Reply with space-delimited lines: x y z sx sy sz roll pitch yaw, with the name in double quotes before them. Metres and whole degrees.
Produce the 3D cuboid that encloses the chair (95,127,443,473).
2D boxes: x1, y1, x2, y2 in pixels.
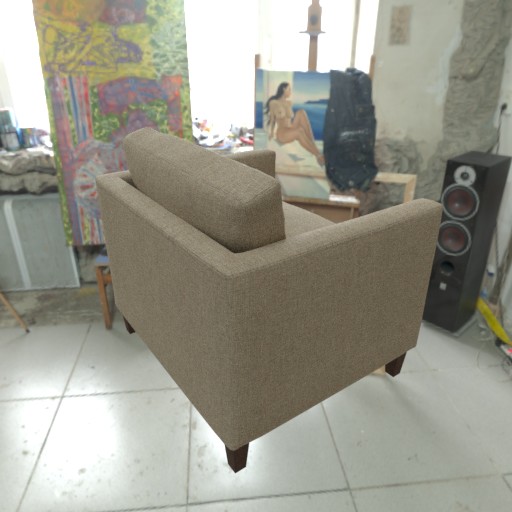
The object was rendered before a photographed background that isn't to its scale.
"chair" 0.000 0.000 1.862 0.959 0.987 1.107 -18 31 -31
